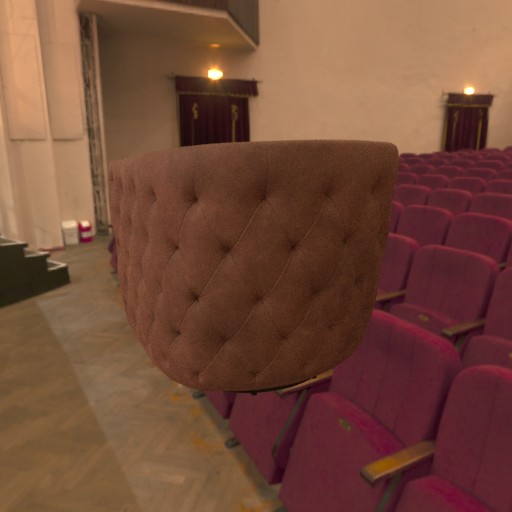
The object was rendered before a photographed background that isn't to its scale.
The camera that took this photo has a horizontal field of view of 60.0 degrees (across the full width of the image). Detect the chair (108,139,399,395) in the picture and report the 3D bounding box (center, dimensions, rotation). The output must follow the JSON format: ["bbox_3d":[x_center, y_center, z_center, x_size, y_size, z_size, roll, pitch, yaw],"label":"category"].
[{"bbox_3d":[0.000,0.000,1.558,0.850,0.790,0.870,-7,16,-26],"label":"chair"}]
